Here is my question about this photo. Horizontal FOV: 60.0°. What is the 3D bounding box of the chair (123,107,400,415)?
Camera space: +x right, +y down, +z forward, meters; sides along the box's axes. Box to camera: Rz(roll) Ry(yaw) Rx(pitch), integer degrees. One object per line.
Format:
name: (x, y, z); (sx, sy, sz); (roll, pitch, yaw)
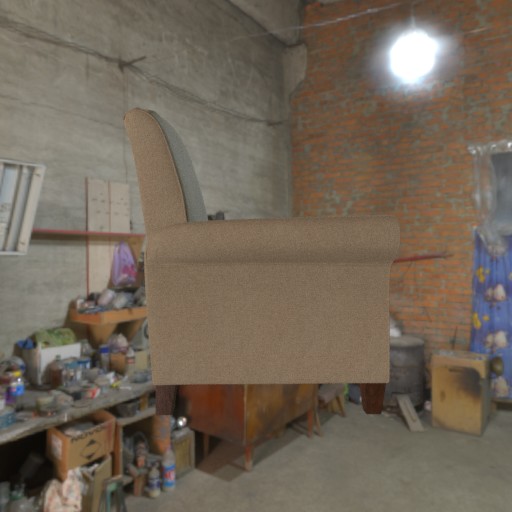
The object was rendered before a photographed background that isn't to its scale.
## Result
chair: (0.000, 0.000, 1.821); (0.905, 1.061, 0.978); (0, -1, -1)
